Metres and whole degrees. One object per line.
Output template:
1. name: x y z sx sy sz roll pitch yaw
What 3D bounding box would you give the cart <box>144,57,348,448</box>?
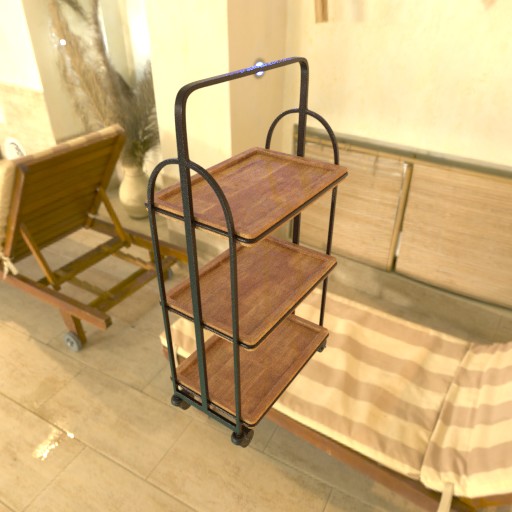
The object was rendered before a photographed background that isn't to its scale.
1. cart: 0.000 0.000 1.261 0.327 1.001 0.553 20 38 29
